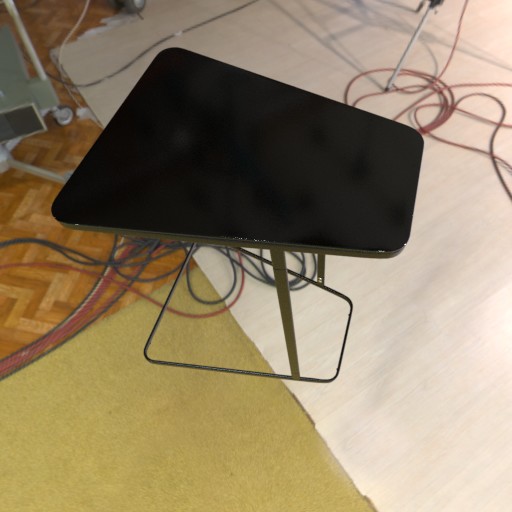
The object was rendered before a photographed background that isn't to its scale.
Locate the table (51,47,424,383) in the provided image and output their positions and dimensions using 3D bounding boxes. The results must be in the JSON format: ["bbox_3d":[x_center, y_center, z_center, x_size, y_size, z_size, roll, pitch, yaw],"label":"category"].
[{"bbox_3d":[0.000,0.000,0.957,0.500,0.624,0.427,15,59,9],"label":"table"}]
